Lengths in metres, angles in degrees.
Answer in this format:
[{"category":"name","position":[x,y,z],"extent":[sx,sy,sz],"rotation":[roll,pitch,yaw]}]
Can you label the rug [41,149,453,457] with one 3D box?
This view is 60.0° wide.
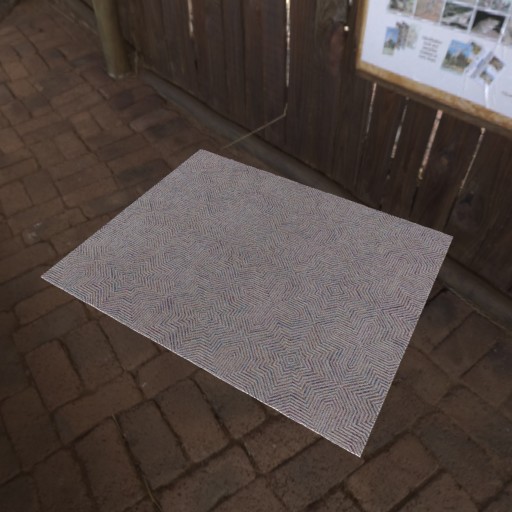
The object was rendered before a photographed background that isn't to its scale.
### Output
[{"category":"rug","position":[0.000,0.000,4.162],"extent":[3.046,0.008,2.442],"rotation":[23,50,21]}]
